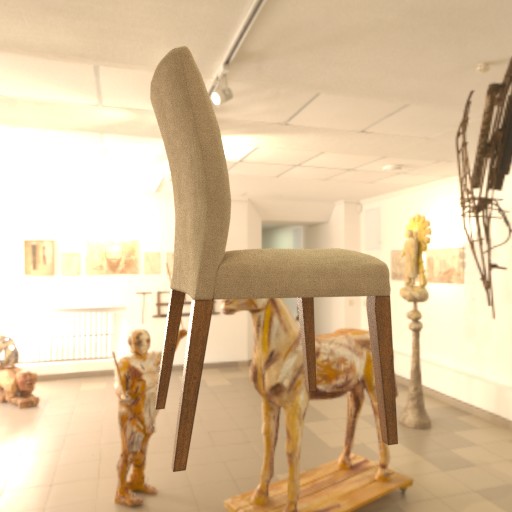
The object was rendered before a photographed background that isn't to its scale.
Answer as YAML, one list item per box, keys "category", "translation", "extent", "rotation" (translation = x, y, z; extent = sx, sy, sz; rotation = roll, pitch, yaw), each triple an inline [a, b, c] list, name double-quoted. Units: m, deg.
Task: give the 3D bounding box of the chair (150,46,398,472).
- category: "chair"
  translation: [0.000, 0.000, 1.257]
  extent: [0.585, 0.940, 0.496]
  rotation: [0, -1, -18]
